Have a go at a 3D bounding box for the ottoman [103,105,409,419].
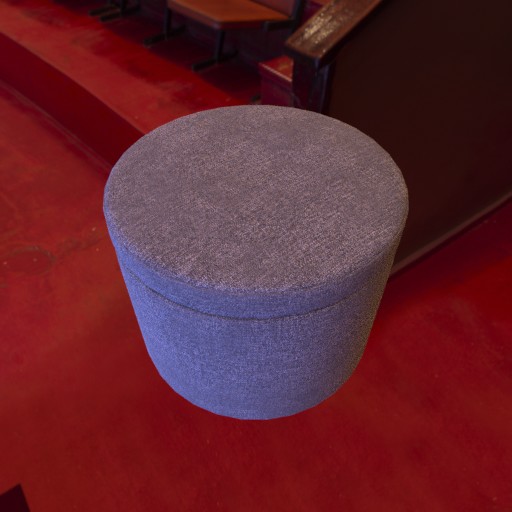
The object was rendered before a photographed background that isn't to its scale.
[{"bbox_3d":[0.000,0.000,0.872,0.500,0.419,0.500,0,46,0],"label":"ottoman"}]
